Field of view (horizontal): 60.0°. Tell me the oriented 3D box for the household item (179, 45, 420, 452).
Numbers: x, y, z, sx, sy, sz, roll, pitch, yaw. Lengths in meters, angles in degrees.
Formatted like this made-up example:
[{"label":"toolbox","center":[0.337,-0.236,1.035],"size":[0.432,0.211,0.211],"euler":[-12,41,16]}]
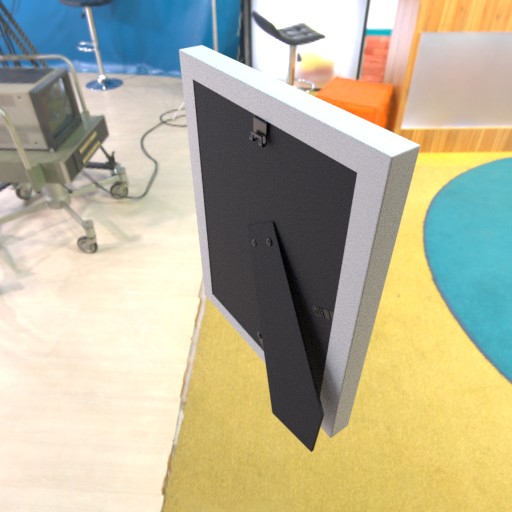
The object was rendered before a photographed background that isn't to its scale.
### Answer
[{"label":"household item","center":[0.000,0.000,0.337],"size":[0.045,0.250,0.200],"euler":[-25,46,-26]}]
